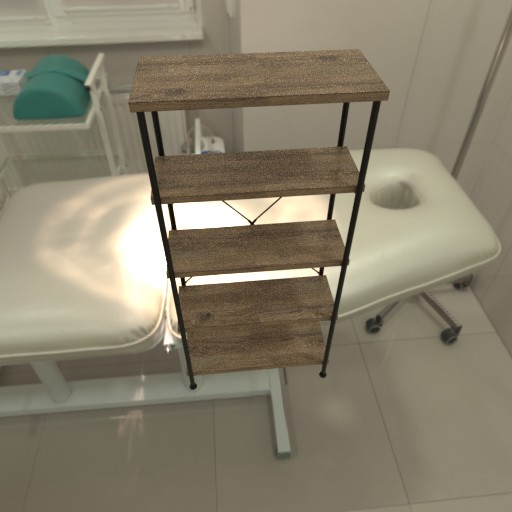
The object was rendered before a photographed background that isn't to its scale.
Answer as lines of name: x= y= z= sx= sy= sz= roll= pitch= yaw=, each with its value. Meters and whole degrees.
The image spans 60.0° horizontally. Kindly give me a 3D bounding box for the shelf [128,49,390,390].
shelf: x=0.000 y=0.000 z=2.067 sx=0.800 sy=1.700 sz=0.360 roll=-4 pitch=44 yaw=-4
